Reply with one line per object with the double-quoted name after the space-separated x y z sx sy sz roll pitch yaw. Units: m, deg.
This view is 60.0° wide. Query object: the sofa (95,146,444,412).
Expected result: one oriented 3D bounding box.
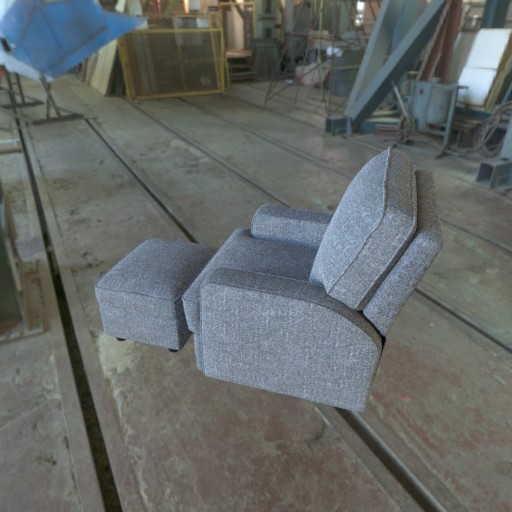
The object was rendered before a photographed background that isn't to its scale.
0.000 0.000 2.074 1.472 0.959 0.861 8 30 15 "sofa"
